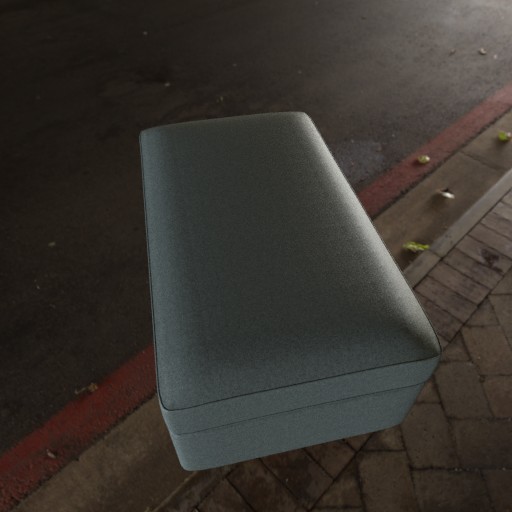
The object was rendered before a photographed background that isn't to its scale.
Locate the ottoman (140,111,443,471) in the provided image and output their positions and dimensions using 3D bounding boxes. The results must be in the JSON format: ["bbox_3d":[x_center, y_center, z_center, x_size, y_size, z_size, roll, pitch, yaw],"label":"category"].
[{"bbox_3d":[0.000,0.000,1.513,0.681,0.494,1.173,-9,47,-8],"label":"ottoman"}]
